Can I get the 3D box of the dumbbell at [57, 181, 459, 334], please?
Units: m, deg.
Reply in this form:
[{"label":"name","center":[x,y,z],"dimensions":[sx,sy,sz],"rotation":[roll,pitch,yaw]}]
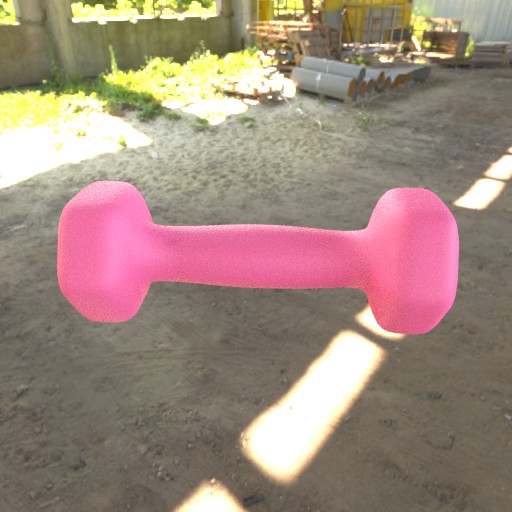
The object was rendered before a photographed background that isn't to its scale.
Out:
[{"label":"dumbbell","center":[0.000,0.000,0.176],"dimensions":[0.146,0.053,0.058],"rotation":[2,29,4]}]
